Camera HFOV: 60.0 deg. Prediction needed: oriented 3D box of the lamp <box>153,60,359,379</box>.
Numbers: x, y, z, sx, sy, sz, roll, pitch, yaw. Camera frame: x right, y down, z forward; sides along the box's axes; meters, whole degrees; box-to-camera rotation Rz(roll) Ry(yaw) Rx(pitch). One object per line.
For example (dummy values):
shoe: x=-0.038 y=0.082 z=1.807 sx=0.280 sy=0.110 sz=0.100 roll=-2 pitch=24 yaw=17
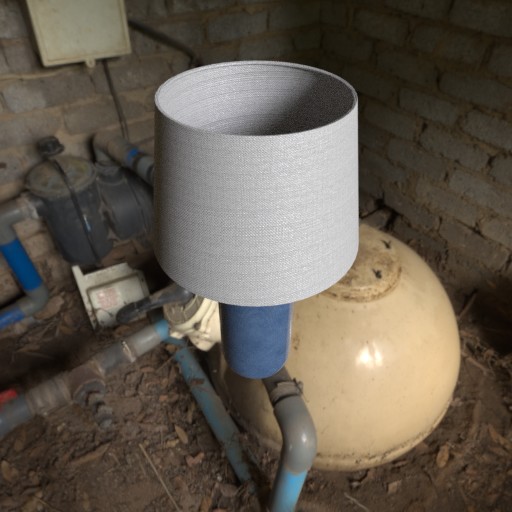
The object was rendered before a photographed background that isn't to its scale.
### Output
lamp: x=0.000 y=0.000 z=0.579 sx=0.253 sy=0.428 sz=0.253 roll=0 pitch=41 yaw=0
